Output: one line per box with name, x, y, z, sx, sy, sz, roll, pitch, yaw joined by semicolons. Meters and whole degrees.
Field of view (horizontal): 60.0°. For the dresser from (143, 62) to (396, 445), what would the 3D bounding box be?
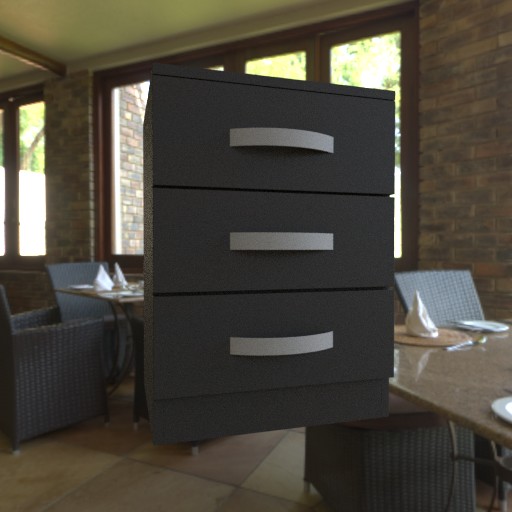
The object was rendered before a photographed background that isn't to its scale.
dresser;0.000;0.000;0.842;0.400;0.560;0.360;0;1;-17
